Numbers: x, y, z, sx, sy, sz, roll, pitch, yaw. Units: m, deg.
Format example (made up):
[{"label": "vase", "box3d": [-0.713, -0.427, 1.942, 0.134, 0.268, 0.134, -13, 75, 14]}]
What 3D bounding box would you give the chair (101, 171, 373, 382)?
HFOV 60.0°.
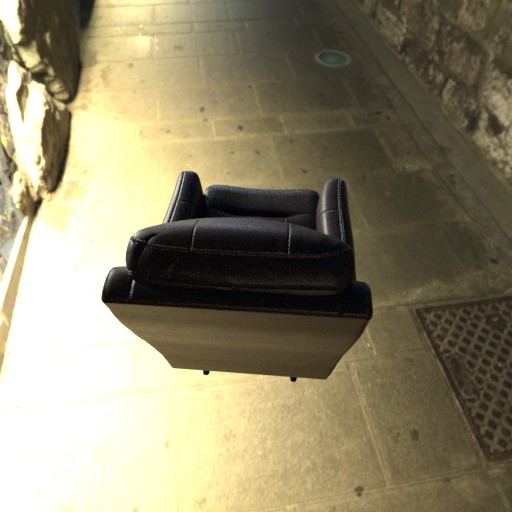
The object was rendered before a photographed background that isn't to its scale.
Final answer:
[{"label": "chair", "box3d": [0.000, 0.000, 1.753, 0.829, 1.030, 1.080, 4, 48, 3]}]
